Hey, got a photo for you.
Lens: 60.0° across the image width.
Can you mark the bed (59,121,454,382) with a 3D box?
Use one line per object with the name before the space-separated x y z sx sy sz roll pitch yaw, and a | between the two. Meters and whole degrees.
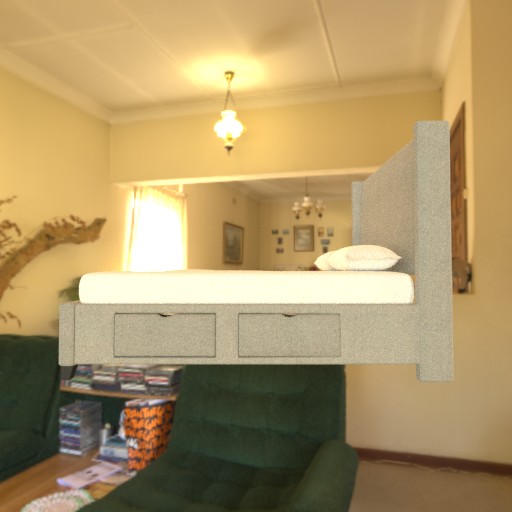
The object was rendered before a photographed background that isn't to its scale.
bed | 0.000 0.000 3.384 2.222 1.491 1.774 0 -2 0
